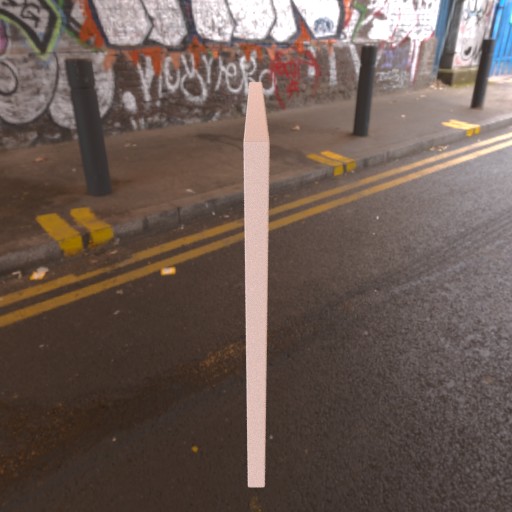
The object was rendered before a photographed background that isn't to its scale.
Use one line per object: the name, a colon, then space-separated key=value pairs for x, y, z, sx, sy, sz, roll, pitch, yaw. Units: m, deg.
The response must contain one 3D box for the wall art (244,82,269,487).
wall art: x=0.000 y=0.000 z=1.517 sx=0.049 sy=1.009 sz=1.009 roll=0 pitch=27 yaw=0
